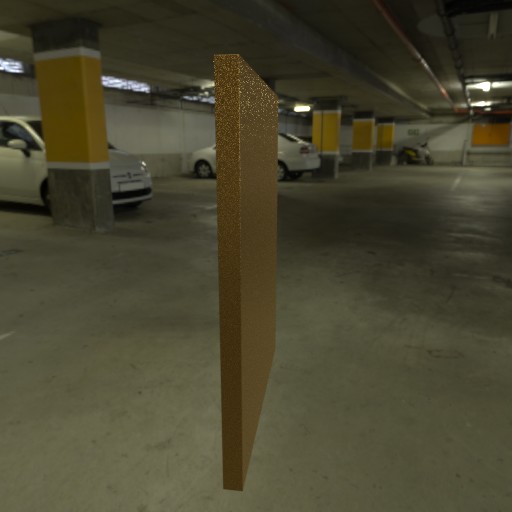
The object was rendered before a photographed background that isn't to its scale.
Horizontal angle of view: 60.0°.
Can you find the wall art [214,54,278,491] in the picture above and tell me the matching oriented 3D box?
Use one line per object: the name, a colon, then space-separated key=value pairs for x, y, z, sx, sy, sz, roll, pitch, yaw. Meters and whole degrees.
wall art: x=0.000 y=0.000 z=1.037 sx=0.038 sy=0.762 sz=0.610 roll=2 pitch=14 yaw=8
